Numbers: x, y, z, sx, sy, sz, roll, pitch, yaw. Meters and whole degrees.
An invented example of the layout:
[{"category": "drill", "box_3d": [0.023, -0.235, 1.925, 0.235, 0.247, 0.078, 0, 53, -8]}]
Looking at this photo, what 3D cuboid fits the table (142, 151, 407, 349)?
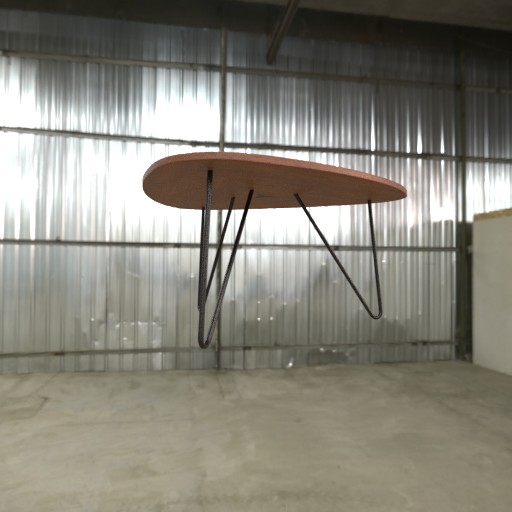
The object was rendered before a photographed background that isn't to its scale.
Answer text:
[{"category": "table", "box_3d": [0.000, 0.000, 1.288, 0.833, 0.413, 0.821, 0, -1, 19]}]
